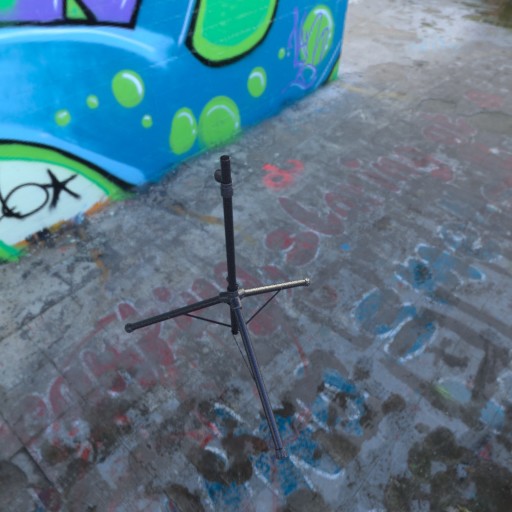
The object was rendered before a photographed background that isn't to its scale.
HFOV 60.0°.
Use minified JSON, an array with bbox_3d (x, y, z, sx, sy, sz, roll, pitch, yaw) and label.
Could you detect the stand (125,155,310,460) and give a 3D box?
[{"bbox_3d":[0.000,0.000,1.907,1.045,1.136,0.907,32,54,28],"label":"stand"}]
